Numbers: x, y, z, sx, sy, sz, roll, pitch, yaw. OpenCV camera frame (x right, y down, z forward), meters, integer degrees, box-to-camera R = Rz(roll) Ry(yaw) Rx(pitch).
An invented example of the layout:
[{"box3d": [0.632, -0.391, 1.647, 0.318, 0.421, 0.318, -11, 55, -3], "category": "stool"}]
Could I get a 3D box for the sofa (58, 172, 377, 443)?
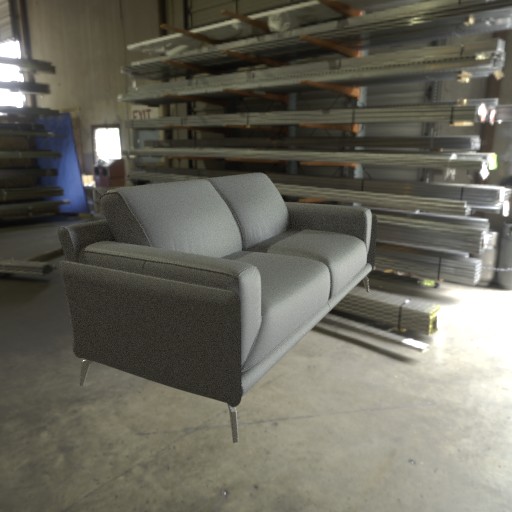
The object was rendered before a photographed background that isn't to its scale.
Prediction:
[{"box3d": [0.000, 0.000, 2.651, 0.969, 0.900, 2.100, 7, 16, 27], "category": "sofa"}]
